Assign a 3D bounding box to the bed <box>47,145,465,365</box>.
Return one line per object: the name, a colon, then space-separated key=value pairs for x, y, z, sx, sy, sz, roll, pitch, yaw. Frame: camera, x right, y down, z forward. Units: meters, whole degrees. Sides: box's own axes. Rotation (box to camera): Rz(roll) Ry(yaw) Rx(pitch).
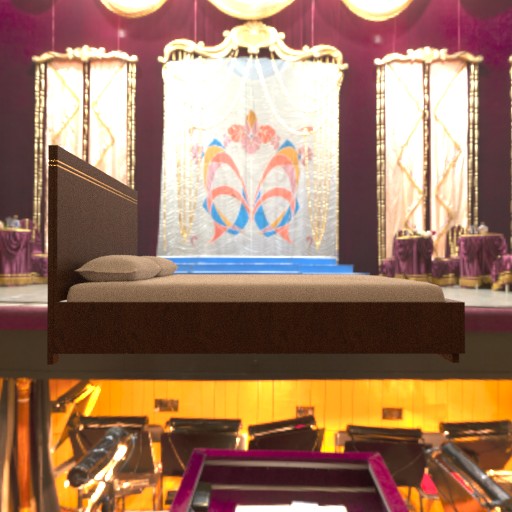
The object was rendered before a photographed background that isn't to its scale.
bed: x=0.000 y=0.000 z=3.167 sx=2.221 sy=1.169 sz=1.613 roll=0 pitch=-1 yaw=0
